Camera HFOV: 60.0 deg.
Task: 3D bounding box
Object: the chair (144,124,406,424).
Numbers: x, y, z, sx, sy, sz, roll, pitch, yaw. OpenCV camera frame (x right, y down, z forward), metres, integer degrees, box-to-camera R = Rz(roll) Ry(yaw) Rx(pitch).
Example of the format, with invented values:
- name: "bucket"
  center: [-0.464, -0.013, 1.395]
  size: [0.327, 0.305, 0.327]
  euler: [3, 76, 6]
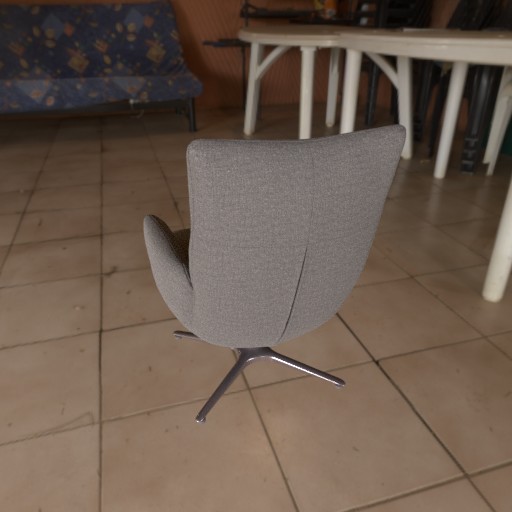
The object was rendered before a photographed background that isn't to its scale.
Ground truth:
- name: "chair"
  center: [0.000, 0.000, 1.512]
  size: [0.702, 0.984, 0.831]
  euler: [-9, 29, -16]
